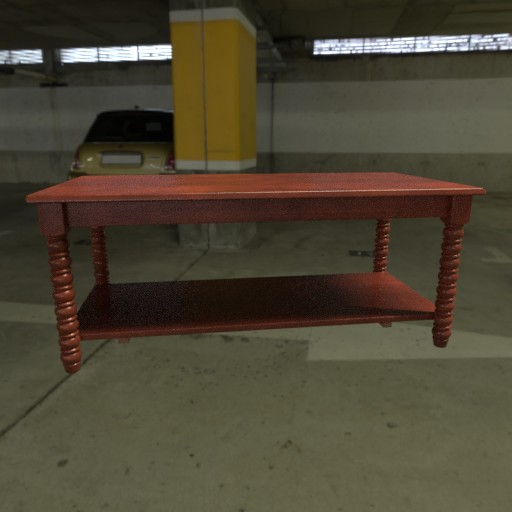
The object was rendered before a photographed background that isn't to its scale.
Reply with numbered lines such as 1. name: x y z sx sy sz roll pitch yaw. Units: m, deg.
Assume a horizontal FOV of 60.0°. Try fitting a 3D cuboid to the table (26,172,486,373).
1. table: 0.000 0.000 1.445 1.171 0.485 0.580 -2 15 -8
